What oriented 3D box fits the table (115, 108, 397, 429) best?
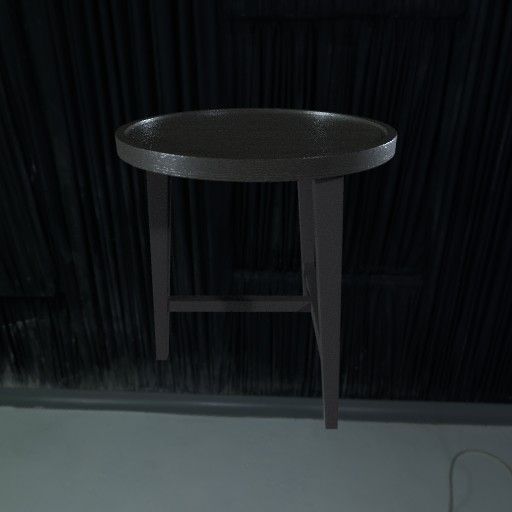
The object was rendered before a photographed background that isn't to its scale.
[{"bbox_3d":[0.000,0.000,0.933,0.500,0.531,0.500,0,26,0],"label":"table"}]
